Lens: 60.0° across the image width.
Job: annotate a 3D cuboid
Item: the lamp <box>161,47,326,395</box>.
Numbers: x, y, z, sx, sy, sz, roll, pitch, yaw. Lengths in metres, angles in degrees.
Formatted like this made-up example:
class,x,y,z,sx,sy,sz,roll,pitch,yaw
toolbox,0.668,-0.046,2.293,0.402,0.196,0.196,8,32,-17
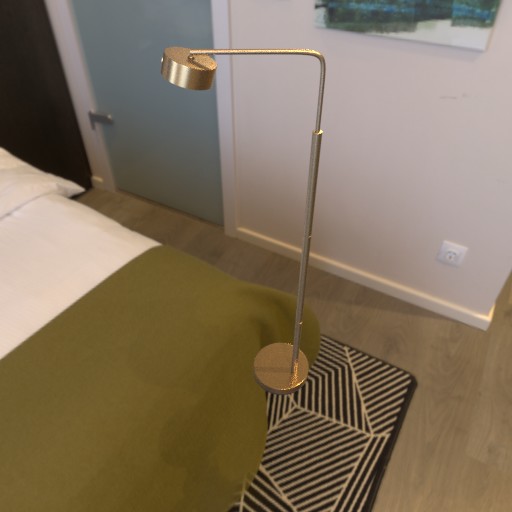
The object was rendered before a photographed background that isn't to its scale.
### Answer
class,x,y,z,sx,sy,sz,roll,pitch,yaw
lamp,0.000,0.000,1.375,0.418,1.230,0.219,0,41,0
